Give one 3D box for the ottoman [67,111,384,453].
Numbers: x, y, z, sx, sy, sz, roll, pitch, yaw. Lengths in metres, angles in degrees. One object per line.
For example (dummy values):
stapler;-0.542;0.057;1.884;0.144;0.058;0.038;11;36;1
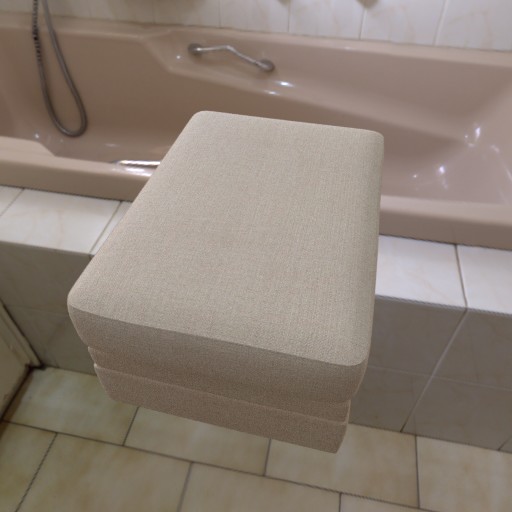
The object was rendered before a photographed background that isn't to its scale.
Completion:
ottoman;0.000;0.000;1.273;0.637;0.478;0.885;10;46;10
